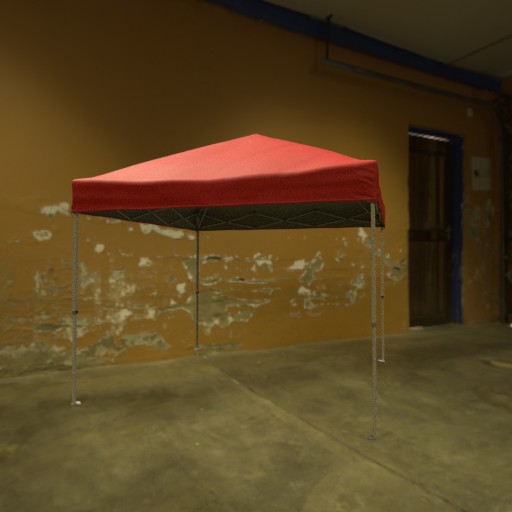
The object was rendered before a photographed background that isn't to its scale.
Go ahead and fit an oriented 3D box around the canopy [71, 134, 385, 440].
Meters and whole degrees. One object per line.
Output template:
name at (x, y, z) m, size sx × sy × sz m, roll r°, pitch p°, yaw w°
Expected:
canopy at (0.000, 0.000, 5.428) m, size 2.996 × 2.997 × 2.998 m, roll 0°, pitch -1°, yaw 17°
